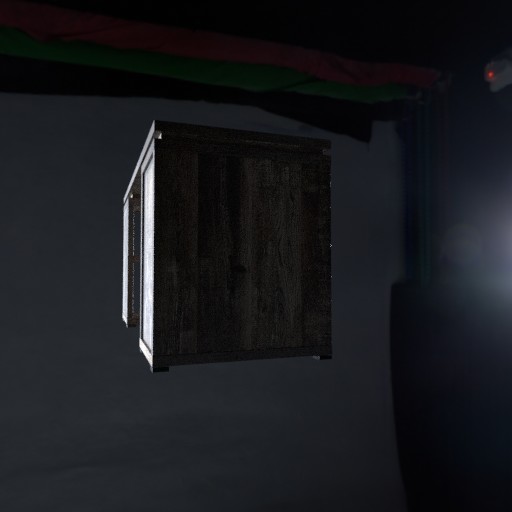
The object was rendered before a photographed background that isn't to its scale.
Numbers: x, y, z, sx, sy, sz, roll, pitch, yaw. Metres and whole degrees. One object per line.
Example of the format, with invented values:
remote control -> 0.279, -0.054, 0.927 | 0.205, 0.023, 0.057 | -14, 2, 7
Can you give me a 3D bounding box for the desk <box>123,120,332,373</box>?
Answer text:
desk -> 0.000, 0.000, 2.237 | 1.200, 0.753, 1.524 | 1, -2, -20
